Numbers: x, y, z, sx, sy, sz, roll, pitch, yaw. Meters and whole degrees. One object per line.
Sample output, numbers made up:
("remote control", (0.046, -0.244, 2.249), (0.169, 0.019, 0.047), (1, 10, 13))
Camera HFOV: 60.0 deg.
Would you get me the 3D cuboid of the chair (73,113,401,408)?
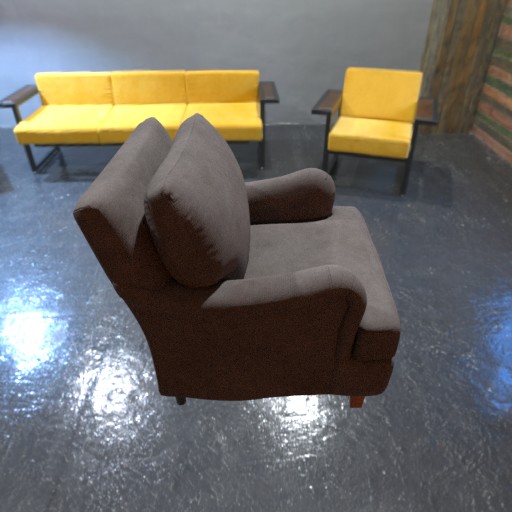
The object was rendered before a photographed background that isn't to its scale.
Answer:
("chair", (0.000, 0.000, 1.884), (1.070, 0.997, 0.955), (1, 34, 1))
